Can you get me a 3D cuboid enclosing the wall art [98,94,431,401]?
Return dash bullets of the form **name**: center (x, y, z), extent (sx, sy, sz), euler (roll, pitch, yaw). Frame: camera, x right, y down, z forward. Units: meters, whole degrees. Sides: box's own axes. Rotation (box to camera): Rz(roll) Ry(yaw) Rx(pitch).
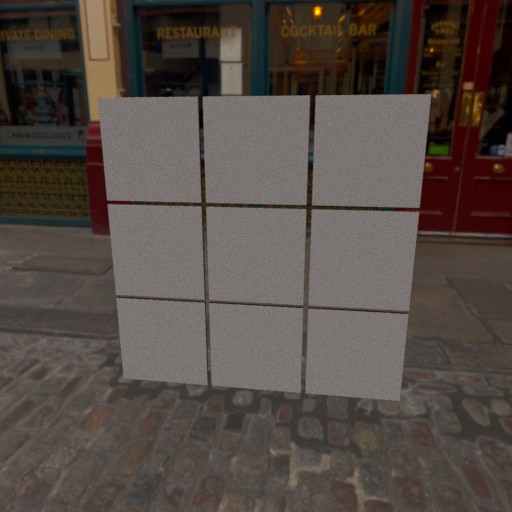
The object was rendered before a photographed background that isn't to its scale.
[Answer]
- **wall art**: center (0.000, 0.000, 1.834), extent (1.256, 1.246, 0.017), euler (2, 16, 8)
